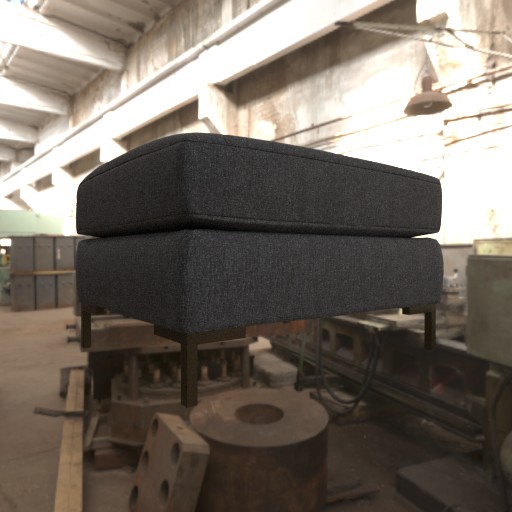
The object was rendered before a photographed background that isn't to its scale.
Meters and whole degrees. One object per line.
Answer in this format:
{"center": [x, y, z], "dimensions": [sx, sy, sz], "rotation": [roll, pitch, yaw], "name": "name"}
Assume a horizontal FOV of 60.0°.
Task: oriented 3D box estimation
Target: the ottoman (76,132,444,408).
{"center": [0.000, 0.000, 1.276], "dimensions": [0.831, 0.533, 0.695], "rotation": [0, 0, -37], "name": "ottoman"}
